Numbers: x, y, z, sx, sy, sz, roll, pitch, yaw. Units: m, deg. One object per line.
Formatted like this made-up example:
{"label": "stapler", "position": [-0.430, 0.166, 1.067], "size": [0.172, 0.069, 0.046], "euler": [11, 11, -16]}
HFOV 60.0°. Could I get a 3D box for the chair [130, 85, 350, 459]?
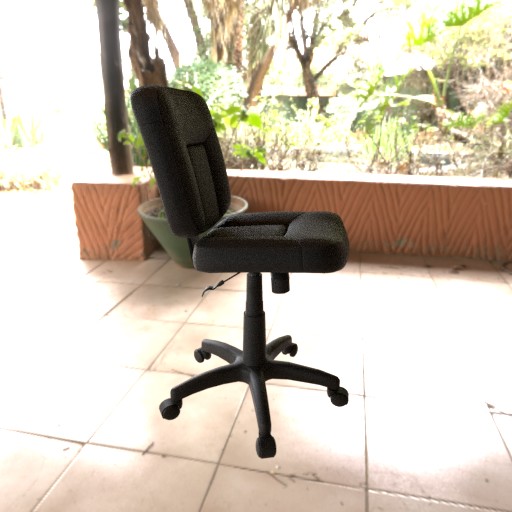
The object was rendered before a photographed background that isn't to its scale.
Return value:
{"label": "chair", "position": [0.000, 0.000, 1.345], "size": [0.610, 0.972, 0.610], "euler": [3, 18, 11]}
